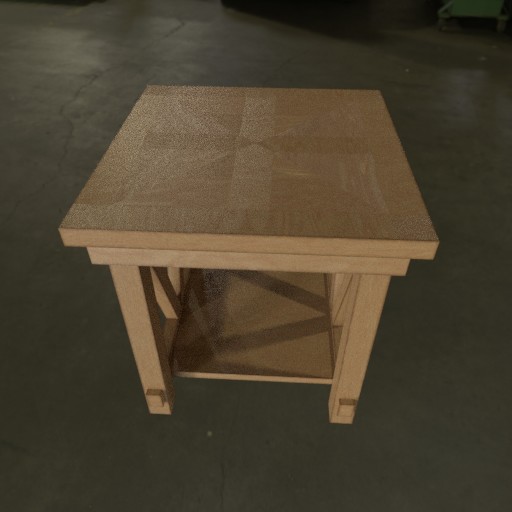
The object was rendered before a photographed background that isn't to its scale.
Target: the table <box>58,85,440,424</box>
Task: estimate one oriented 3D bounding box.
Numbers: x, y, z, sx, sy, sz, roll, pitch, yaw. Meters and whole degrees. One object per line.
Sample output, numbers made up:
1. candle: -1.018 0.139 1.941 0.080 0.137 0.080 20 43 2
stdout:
1. table: 0.000 0.000 1.146 0.610 0.638 0.612 2 42 2
